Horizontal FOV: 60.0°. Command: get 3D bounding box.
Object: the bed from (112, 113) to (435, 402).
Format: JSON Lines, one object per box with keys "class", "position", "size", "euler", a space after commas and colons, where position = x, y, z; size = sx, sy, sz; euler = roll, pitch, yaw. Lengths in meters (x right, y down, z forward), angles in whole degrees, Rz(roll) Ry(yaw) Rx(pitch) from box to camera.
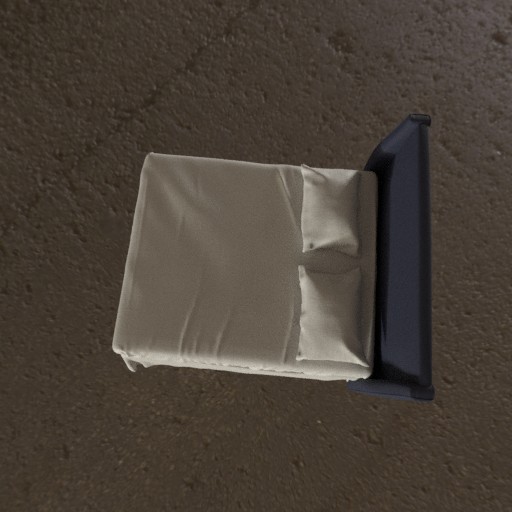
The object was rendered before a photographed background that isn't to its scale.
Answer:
{"class": "bed", "position": [0.000, 0.000, 3.461], "size": [2.276, 1.332, 1.925], "euler": [5, 75, 1]}
